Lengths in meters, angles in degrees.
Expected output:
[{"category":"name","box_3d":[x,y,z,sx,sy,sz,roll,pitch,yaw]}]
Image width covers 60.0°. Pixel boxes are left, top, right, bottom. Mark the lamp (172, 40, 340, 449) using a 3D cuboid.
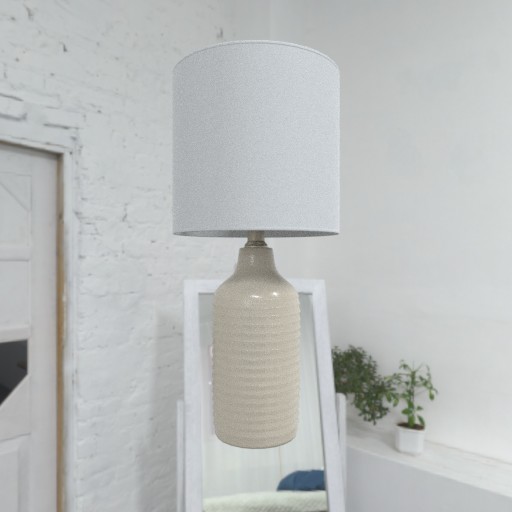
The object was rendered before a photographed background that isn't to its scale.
[{"category":"lamp","box_3d":[0.000,0.000,0.597,0.220,0.475,0.220,0,0,18]}]
